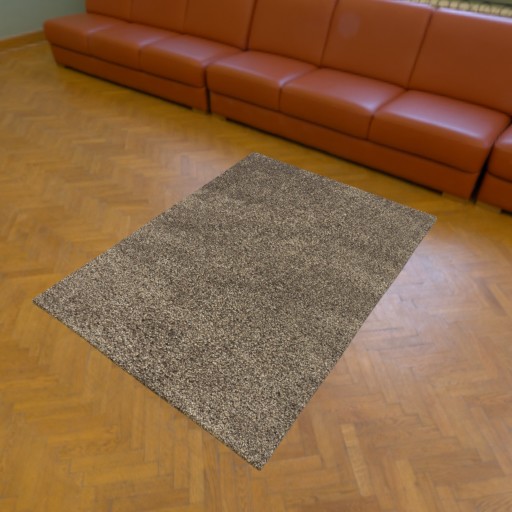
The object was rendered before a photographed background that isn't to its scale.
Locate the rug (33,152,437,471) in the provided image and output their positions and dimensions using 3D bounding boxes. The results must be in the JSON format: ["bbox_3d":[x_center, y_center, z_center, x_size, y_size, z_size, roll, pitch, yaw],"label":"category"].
[{"bbox_3d":[0.000,0.000,2.112,1.198,0.025,1.601,26,48,26],"label":"rug"}]
